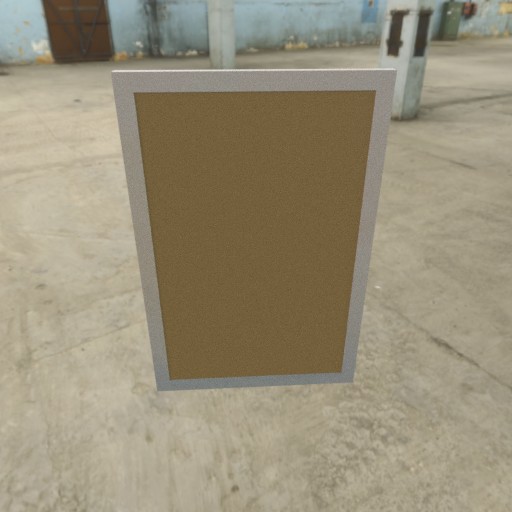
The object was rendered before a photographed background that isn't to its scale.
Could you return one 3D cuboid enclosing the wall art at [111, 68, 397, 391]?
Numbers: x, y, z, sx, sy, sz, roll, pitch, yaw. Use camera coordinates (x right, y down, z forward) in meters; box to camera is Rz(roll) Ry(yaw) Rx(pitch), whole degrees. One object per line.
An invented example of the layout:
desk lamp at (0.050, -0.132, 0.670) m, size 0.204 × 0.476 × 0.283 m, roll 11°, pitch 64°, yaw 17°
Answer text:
wall art at (0.000, 0.000, 1.469) m, size 0.764 × 1.143 × 0.038 m, roll -2°, pitch 29°, yaw -3°
